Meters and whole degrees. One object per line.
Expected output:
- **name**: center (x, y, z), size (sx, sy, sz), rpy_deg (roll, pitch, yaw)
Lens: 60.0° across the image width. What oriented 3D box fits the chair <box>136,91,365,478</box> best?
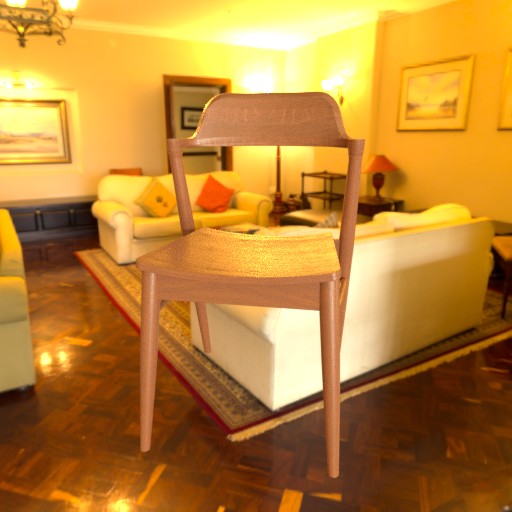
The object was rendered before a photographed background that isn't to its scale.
- **chair**: center (0.000, 0.000, 1.090), size (0.496, 0.801, 0.499), rpy_deg (3, 15, 10)
